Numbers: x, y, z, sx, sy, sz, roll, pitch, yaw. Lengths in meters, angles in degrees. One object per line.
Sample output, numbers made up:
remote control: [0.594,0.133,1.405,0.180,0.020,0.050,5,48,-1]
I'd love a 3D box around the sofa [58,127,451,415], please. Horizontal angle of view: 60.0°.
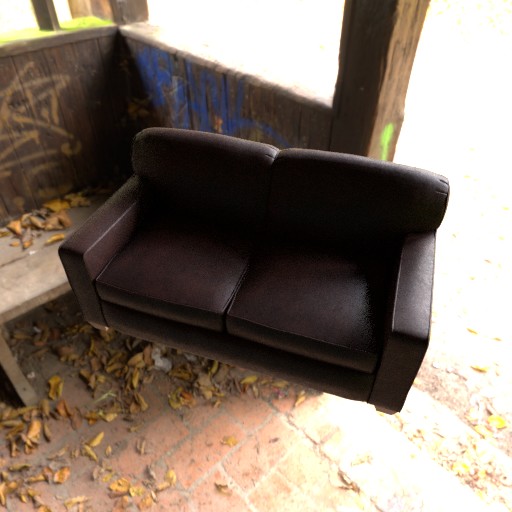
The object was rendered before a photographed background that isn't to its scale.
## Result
sofa: [0.000,0.000,2.463,1.856,0.966,1.000,13,43,14]
